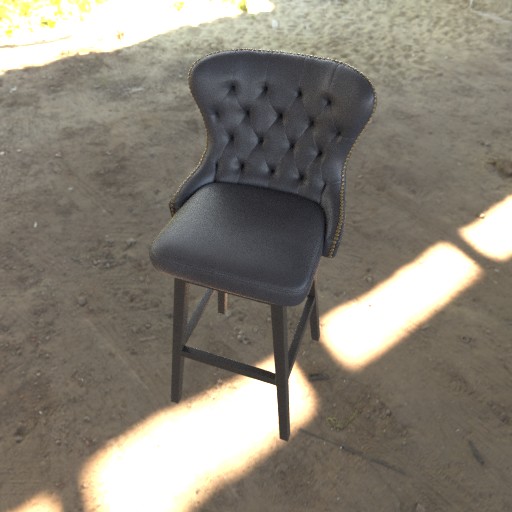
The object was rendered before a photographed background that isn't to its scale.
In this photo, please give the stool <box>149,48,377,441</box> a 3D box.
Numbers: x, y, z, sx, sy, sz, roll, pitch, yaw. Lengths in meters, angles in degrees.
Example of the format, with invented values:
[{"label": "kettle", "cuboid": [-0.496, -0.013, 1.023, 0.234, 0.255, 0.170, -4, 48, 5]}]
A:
[{"label": "stool", "cuboid": [0.000, 0.000, 1.391, 0.528, 1.050, 0.601, 14, 45, 14]}]
